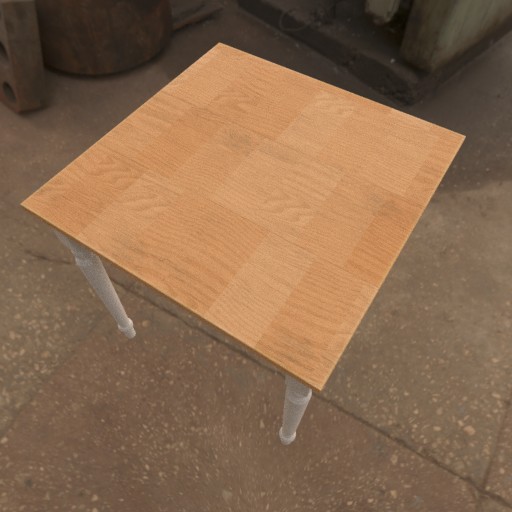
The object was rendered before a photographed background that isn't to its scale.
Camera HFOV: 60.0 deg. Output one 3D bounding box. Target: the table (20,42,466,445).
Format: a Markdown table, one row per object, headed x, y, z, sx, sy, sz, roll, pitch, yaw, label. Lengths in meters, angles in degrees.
| x | y | z | sx | sy | sz | roll | pitch | yaw | label |
| --- | --- | --- | --- | --- | --- | --- | --- | --- | --- |
| 0.000 | 0.000 | 1.337 | 0.747 | 0.738 | 0.747 | 29 | 61 | 18 | table |
